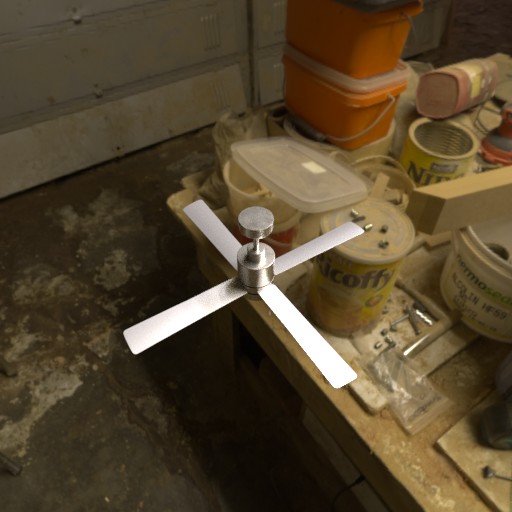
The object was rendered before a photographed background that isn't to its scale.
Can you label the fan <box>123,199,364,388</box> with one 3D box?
[{"bbox_3d":[0.000,0.000,2.346,1.525,0.539,1.525,-25,52,-22],"label":"fan"}]
